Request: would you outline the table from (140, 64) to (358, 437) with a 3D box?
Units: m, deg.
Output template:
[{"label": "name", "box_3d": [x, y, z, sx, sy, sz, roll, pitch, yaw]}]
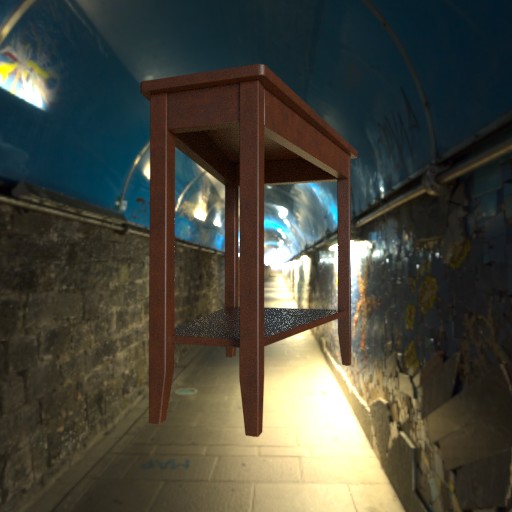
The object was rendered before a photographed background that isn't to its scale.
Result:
[{"label": "table", "box_3d": [0.000, 0.000, 1.008, 0.399, 0.589, 0.605, 0, -1, 18]}]
